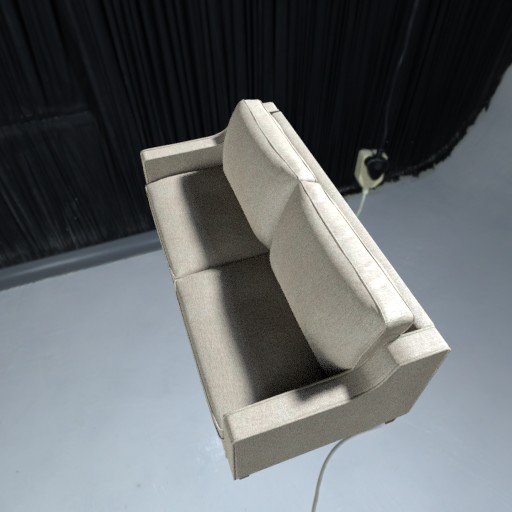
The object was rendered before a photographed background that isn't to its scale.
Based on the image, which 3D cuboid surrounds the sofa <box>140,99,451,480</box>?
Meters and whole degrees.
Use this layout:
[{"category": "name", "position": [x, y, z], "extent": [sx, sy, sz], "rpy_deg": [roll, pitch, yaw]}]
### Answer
[{"category": "sofa", "position": [0.000, 0.000, 2.756], "extent": [1.073, 1.074, 2.181], "rpy_deg": [-15, 50, -13]}]
